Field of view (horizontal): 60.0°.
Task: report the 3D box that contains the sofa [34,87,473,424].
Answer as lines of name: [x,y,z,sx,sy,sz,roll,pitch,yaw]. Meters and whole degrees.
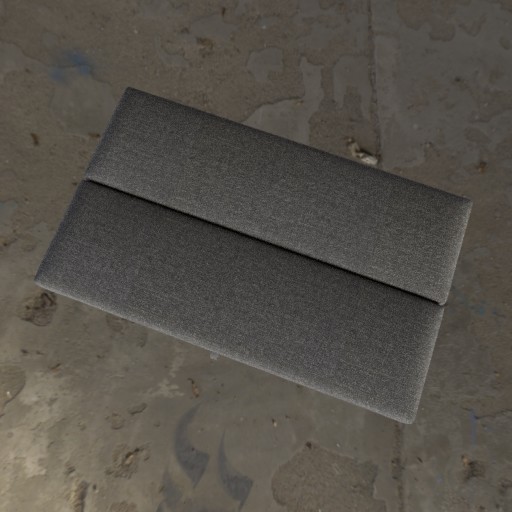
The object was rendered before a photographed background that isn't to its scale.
sofa: [0.000,0.000,1.556,1.198,0.417,0.782,20,78,4]
